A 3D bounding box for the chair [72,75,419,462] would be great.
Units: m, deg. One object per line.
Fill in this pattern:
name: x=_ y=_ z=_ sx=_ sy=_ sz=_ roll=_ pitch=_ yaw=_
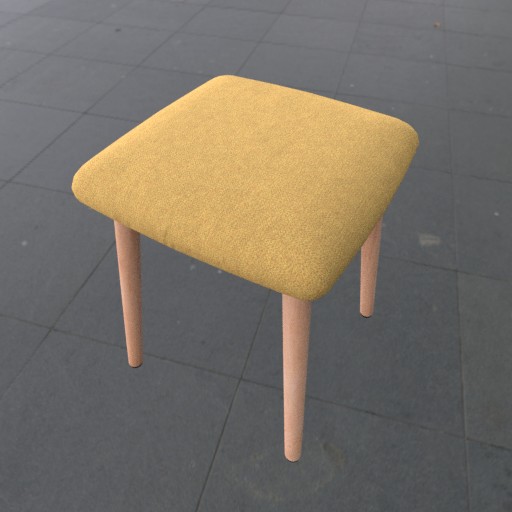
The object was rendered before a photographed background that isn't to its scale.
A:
chair: x=0.000 y=0.000 z=0.693 sx=0.350 sy=0.440 sz=0.350 roll=23 pitch=50 yaw=21
